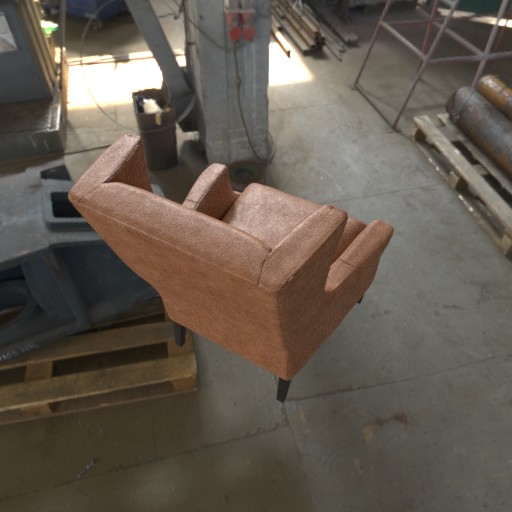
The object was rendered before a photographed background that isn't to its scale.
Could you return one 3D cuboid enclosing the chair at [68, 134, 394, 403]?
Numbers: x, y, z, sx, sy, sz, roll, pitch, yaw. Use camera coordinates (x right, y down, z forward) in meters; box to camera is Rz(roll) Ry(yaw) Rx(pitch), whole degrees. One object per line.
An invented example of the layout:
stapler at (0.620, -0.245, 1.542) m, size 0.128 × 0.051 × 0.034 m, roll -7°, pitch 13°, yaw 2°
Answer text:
chair at (0.000, 0.000, 1.710) m, size 0.853 × 1.016 × 0.926 m, roll 23°, pitch 50°, yaw 21°
